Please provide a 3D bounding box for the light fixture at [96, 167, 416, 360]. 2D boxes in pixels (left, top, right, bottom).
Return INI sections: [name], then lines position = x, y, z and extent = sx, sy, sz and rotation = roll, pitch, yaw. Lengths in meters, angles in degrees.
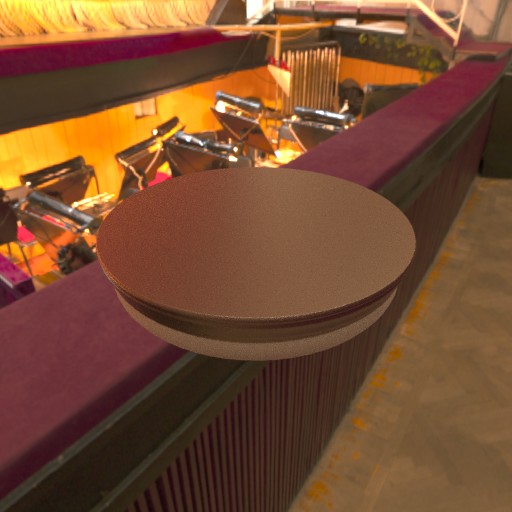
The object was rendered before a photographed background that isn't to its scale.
[light fixture]
position = 0.000, 0.000, 0.556
extent = 0.368, 0.100, 0.368
rotation = 0, 31, 0
